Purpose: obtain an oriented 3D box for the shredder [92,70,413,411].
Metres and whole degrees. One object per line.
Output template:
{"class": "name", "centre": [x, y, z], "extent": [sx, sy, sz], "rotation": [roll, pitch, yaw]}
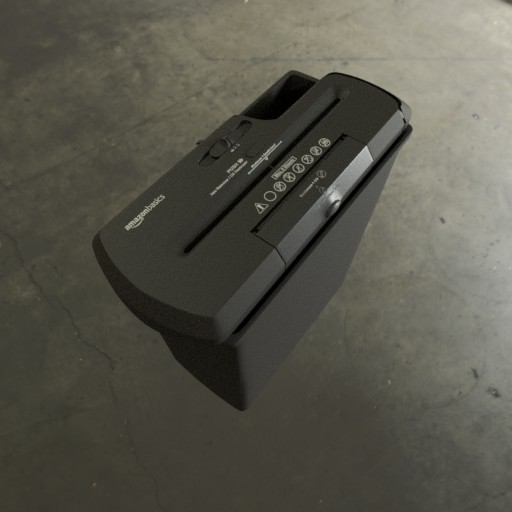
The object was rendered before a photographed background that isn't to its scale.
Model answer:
{"class": "shredder", "centre": [0.000, 0.000, 0.516], "extent": [0.170, 0.335, 0.320], "rotation": [33, 64, 18]}
